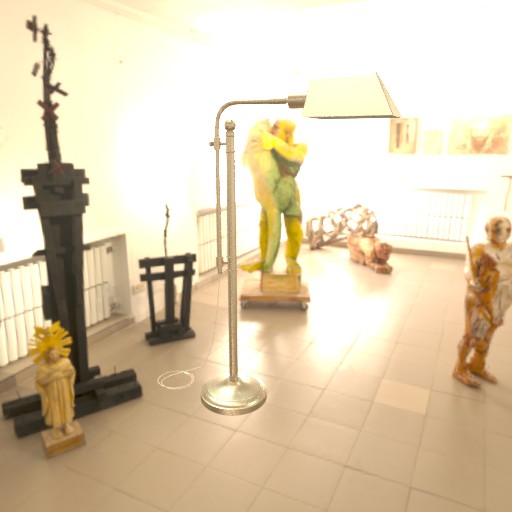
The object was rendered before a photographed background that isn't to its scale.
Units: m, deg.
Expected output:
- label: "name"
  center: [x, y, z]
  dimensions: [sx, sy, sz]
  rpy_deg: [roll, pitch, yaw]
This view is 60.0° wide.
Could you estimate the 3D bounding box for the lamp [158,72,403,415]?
- label: "lamp"
  center: [0.000, 0.000, 0.949]
  dimensions: [0.546, 0.708, 0.159]
  rpy_deg: [7, 16, 25]
